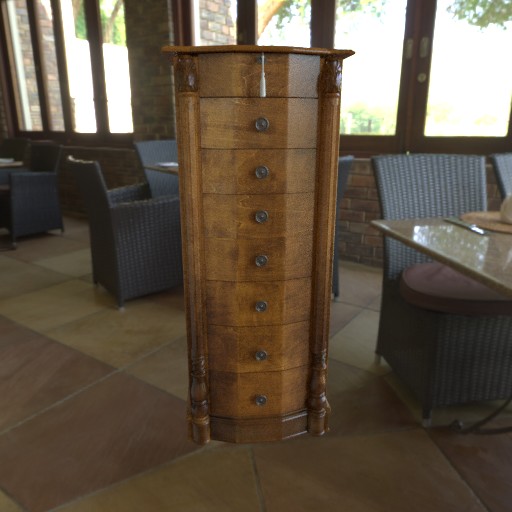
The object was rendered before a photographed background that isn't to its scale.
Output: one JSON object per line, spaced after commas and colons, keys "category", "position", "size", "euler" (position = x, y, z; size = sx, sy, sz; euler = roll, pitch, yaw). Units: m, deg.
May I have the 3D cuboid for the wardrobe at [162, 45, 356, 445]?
{"category": "wardrobe", "position": [0.000, 0.000, 1.146], "size": [0.406, 0.959, 0.273], "euler": [-2, 16, -6]}
